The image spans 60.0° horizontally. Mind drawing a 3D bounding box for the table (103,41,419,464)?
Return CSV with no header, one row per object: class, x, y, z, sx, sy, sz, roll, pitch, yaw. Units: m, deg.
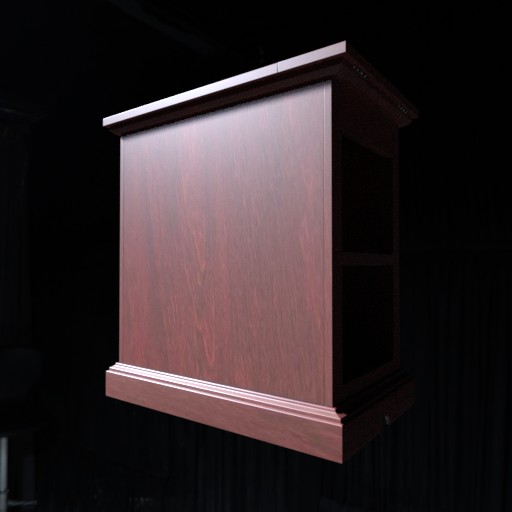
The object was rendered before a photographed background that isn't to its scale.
table,0.000,0.000,0.952,0.584,0.612,0.356,-1,-1,36
